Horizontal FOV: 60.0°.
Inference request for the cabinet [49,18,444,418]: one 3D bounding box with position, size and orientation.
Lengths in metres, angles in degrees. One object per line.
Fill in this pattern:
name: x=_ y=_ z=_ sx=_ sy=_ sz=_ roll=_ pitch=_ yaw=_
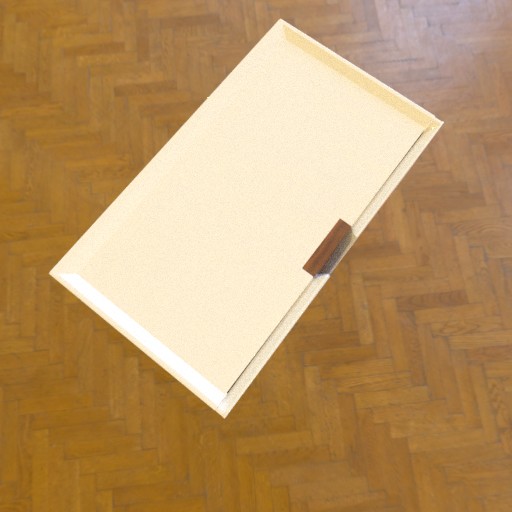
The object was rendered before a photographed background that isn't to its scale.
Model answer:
cabinet: x=0.000 y=0.000 z=1.079 sx=0.344 sy=0.772 sz=0.591 roll=37 pitch=78 yaw=9
